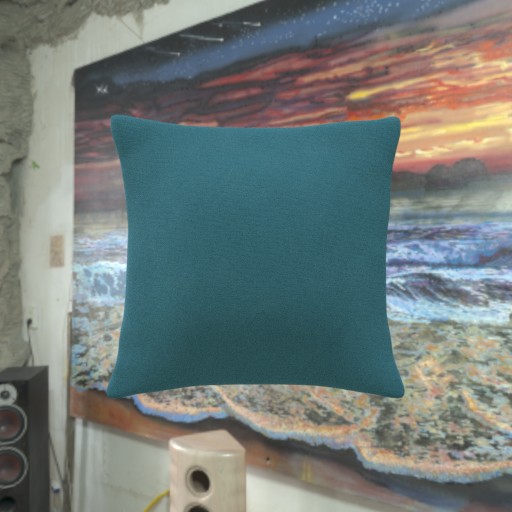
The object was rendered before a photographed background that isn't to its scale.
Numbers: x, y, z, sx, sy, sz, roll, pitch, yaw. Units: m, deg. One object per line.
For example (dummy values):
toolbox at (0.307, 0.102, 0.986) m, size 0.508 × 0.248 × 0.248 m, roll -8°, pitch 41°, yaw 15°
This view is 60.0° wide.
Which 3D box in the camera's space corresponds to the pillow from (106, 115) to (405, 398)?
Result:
pillow at (0.000, 0.000, 0.657) m, size 0.433 × 0.415 × 0.151 m, roll 0°, pitch -1°, yaw -1°
